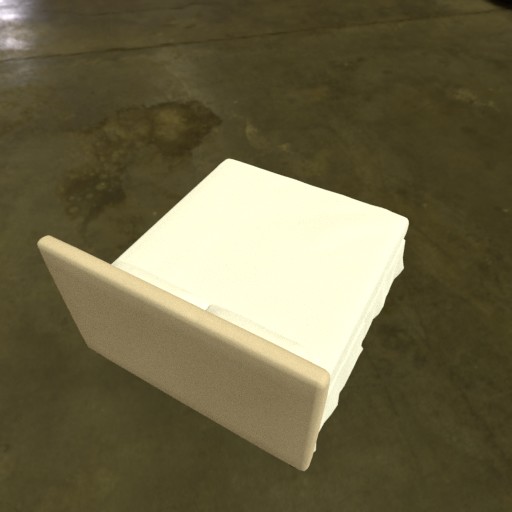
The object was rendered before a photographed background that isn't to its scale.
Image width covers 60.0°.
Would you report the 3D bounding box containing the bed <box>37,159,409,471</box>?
[{"bbox_3d":[0.000,0.000,3.657,2.119,1.317,2.319,22,50,20],"label":"bed"}]
